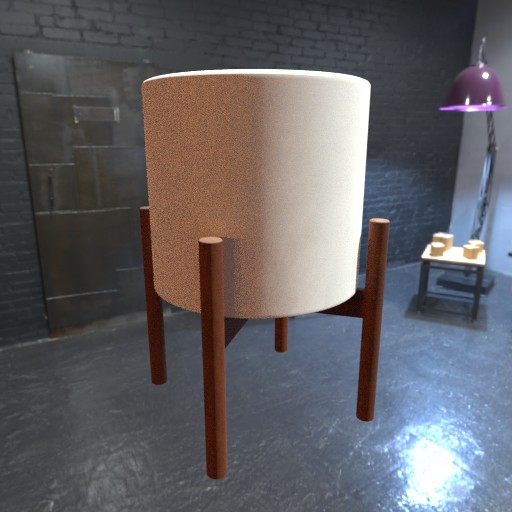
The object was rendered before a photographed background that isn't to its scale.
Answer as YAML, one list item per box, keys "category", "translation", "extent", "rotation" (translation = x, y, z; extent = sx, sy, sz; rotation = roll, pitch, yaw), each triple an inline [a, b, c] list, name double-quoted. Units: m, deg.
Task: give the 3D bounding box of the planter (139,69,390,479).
- category: "planter"
  translation: [0.000, 0.000, 0.493]
  extent: [0.224, 0.358, 0.224]
  rotation: [-8, 17, -27]
